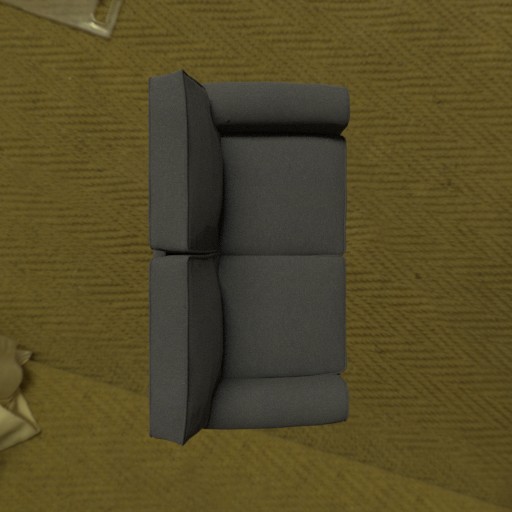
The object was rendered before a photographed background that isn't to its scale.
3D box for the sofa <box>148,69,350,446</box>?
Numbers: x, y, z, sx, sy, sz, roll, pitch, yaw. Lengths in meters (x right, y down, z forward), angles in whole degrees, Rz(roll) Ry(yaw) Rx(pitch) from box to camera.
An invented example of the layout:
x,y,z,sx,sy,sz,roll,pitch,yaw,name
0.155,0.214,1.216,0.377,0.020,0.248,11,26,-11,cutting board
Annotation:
x,y,z,sx,sy,sz,roll,pitch,yaw,name
0.000,0.000,2.411,0.997,1.059,1.801,0,91,0,sofa
